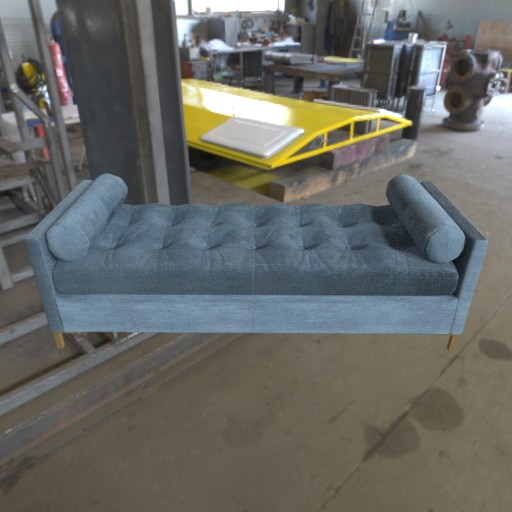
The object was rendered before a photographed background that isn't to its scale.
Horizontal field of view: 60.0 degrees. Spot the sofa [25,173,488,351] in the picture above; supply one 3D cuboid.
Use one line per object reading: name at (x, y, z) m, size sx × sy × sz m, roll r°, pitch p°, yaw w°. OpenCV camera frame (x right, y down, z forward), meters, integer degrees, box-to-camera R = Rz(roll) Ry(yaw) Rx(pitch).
sofa at (0.000, 0.000, 2.446) m, size 2.102 × 0.705 × 0.796 m, roll 0°, pitch 30°, yaw 0°
